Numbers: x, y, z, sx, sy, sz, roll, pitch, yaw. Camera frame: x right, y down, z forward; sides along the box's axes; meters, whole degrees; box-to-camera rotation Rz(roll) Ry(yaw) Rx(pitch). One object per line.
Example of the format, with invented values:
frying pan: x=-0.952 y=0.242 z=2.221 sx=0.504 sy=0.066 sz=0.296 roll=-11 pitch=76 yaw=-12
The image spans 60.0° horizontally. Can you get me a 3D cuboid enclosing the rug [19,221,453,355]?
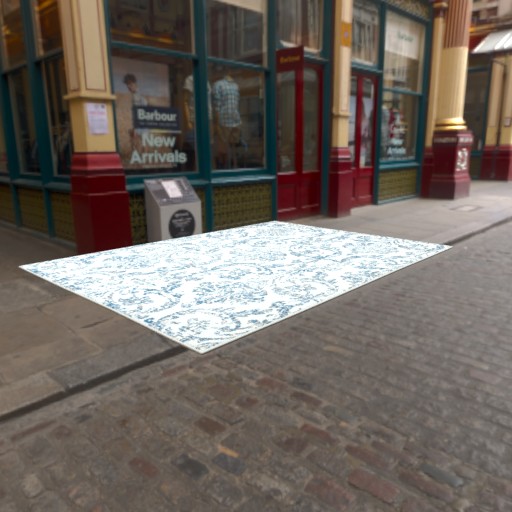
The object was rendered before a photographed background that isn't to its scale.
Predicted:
rug: x=0.000 y=0.000 z=2.732 sx=1.586 sy=0.014 sz=2.197 roll=12 pitch=18 yaw=42
